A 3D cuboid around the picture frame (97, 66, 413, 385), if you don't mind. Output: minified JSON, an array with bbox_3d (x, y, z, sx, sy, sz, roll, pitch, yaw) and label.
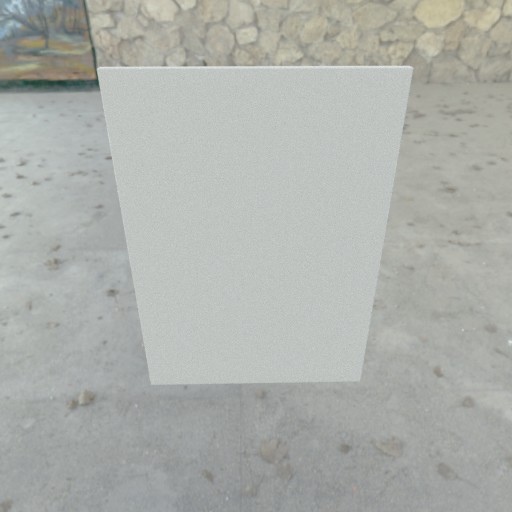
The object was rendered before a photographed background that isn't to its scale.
[{"bbox_3d":[0.000,0.000,0.674,0.381,0.534,0.012,-1,31,-1],"label":"picture frame"}]
